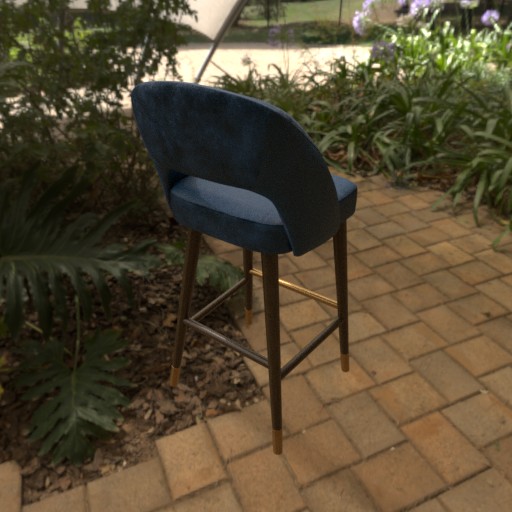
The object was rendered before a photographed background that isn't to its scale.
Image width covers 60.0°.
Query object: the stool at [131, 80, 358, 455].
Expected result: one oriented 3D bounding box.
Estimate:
[{"bbox_3d":[0.000,0.000,1.305,0.514,1.016,0.515,21,35,32],"label":"stool"}]
